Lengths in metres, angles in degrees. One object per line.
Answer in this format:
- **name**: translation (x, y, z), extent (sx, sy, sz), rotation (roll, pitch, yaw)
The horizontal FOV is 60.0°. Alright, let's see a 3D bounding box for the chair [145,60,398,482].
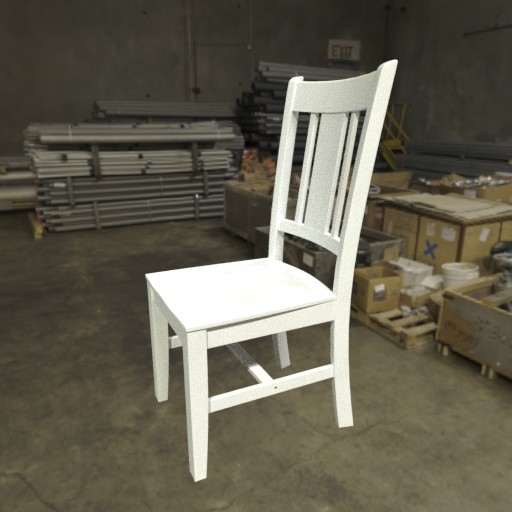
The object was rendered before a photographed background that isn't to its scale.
- **chair**: translation (0.000, 0.000, 1.250), extent (0.555, 0.998, 0.450), rotation (-8, 18, -25)
